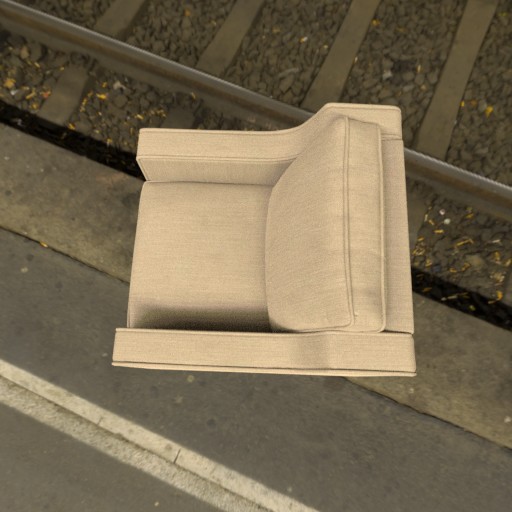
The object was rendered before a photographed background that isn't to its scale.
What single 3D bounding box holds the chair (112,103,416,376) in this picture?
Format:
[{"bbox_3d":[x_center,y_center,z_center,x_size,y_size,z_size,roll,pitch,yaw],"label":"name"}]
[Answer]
[{"bbox_3d":[0.000,0.000,1.634,0.909,0.960,0.831,2,75,1],"label":"chair"}]
